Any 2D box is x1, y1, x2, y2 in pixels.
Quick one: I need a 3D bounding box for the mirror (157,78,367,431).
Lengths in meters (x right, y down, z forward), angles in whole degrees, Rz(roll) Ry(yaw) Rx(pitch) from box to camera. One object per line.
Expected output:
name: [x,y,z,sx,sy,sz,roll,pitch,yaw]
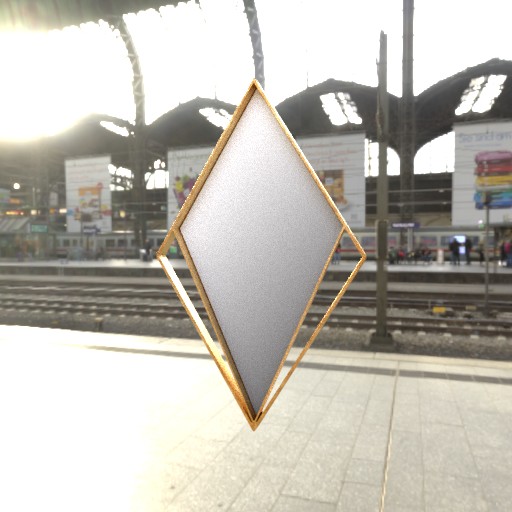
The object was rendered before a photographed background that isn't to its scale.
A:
mirror: [0.000,0.000,0.866,0.419,0.679,0.032,0,1,17]
